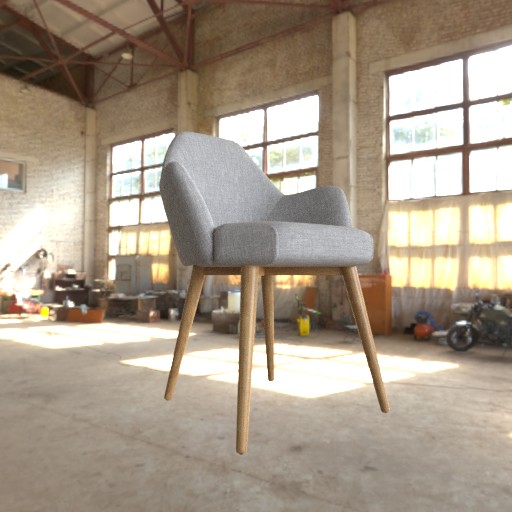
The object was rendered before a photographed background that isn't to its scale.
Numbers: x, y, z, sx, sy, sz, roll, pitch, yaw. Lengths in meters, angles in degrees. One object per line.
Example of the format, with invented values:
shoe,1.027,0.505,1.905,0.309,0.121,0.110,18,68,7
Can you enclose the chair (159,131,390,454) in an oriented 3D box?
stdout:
chair,0.000,0.000,1.279,0.590,0.840,0.610,1,-2,-35
